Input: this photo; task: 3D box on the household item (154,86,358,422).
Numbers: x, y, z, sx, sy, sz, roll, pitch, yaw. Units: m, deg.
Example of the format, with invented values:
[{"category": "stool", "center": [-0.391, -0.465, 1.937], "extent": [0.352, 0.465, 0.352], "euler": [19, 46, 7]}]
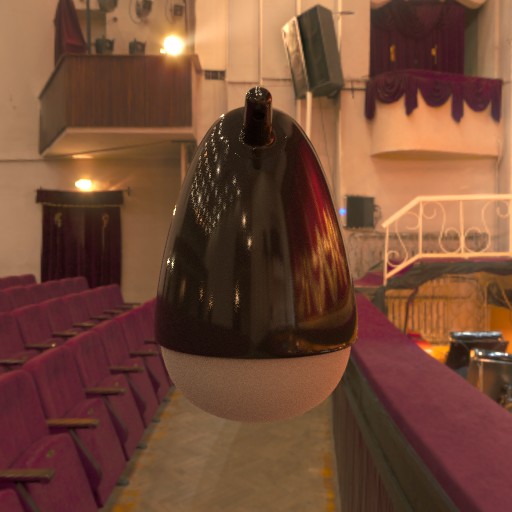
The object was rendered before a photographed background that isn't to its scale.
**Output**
[{"category": "household item", "center": [0.000, 0.000, 0.226], "extent": [0.102, 0.152, 0.104], "euler": [0, 1, -1]}]
